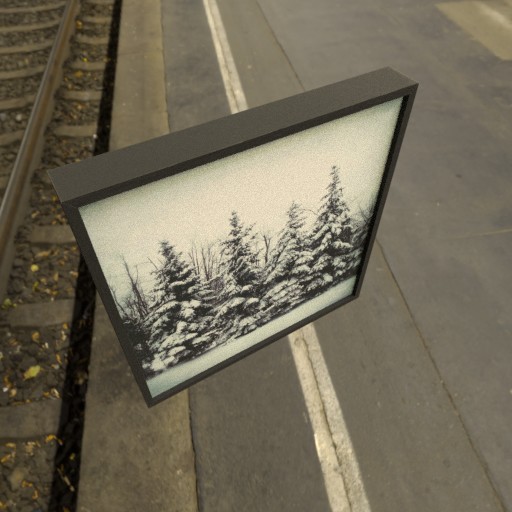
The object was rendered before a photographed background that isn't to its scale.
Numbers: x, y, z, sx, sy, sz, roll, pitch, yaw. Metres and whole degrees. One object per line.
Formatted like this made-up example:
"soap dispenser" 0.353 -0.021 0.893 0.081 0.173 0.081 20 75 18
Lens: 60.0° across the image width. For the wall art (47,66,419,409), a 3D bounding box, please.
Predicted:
"wall art" 0.000 0.000 0.452 0.305 0.305 0.037 -24 52 -20
